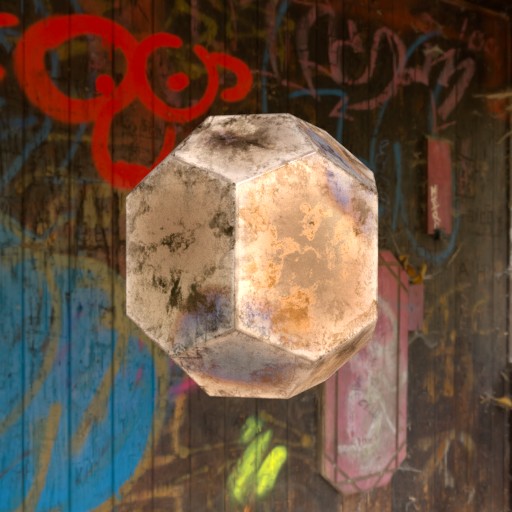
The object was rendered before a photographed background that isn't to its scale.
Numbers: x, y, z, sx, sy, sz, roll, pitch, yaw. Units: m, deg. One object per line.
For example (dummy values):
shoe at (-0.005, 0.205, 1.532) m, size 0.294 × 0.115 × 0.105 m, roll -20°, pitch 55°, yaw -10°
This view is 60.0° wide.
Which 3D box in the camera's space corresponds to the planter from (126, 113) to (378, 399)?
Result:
planter at (0.000, 0.000, 0.429) m, size 0.243 × 0.238 × 0.221 m, roll 0°, pitch 0°, yaw 36°
